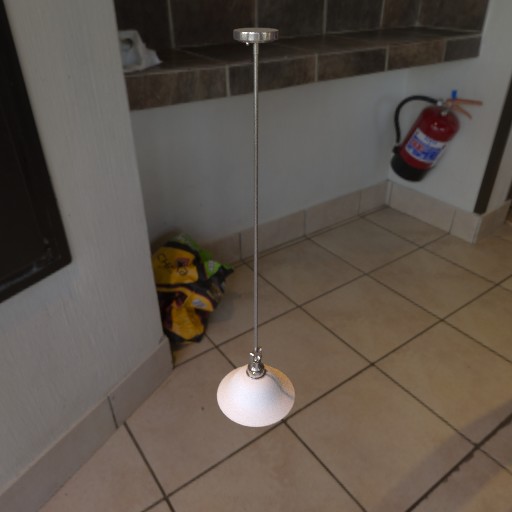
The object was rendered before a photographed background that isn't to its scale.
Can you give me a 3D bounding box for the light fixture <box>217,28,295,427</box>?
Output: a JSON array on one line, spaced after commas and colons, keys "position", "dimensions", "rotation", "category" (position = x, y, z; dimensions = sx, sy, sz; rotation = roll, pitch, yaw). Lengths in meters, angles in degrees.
[{"position": [0.000, 0.000, 1.485], "dimensions": [0.324, 1.354, 0.324], "rotation": [21, 38, 30], "category": "light fixture"}]
